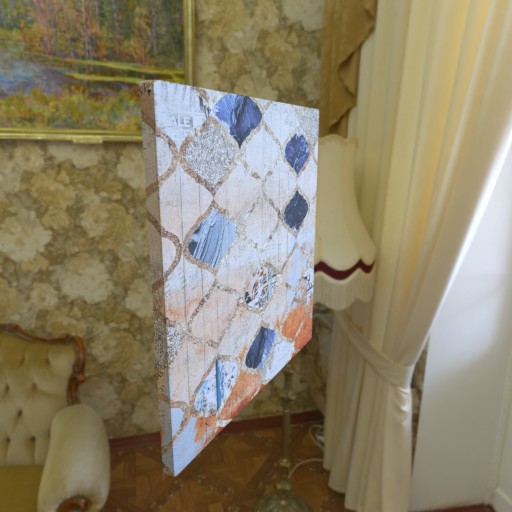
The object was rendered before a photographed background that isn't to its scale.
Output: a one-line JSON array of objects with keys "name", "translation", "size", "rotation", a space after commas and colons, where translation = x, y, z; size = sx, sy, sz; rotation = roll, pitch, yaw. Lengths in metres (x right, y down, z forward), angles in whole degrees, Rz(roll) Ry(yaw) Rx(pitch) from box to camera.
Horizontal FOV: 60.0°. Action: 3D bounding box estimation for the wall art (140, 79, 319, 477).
[{"name": "wall art", "translation": [0.000, 0.000, 1.365], "size": [0.039, 0.914, 0.912], "rotation": [8, 16, 27]}]
